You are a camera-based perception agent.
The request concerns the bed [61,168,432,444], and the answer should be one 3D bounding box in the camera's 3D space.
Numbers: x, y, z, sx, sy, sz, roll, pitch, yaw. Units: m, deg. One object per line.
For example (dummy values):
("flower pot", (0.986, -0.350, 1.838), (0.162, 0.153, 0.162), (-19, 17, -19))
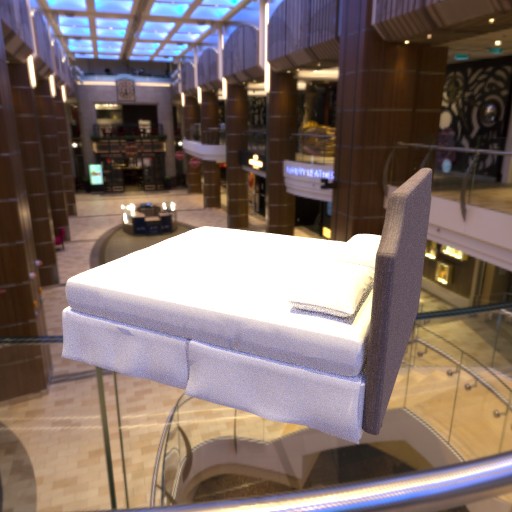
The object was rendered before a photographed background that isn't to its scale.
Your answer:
("bed", (0.000, 0.000, 4.121), (2.773, 1.590, 2.350), (8, 19, 24))
